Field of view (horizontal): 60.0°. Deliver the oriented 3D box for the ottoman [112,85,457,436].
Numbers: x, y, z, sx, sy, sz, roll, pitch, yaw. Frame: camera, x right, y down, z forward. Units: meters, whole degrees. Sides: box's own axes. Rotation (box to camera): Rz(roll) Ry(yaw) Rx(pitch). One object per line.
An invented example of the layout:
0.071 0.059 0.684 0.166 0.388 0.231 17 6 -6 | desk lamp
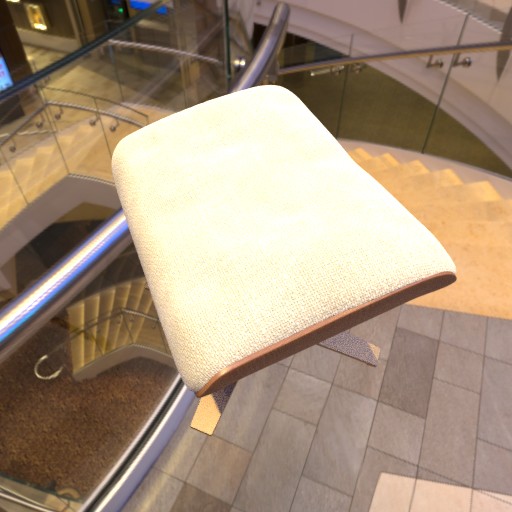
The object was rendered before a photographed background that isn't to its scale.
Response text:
0.000 0.000 0.792 0.394 0.391 0.520 -18 50 -15 | ottoman
